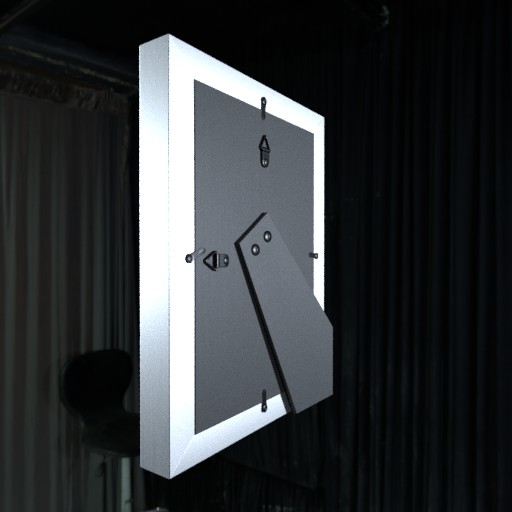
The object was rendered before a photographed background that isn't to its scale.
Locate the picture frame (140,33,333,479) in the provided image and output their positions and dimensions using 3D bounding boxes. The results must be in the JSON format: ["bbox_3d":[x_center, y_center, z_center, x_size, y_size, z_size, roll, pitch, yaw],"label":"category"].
[{"bbox_3d":[0.000,0.000,0.274,0.028,0.208,0.157,0,1,36],"label":"picture frame"}]
